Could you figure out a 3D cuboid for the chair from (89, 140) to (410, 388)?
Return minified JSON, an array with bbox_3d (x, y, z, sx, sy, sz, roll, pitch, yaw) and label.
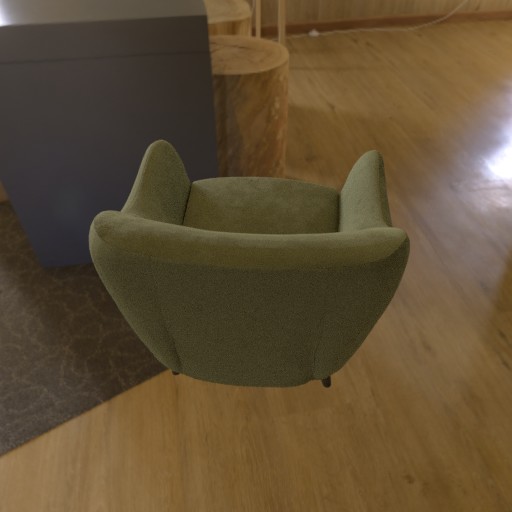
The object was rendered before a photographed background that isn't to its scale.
[{"bbox_3d":[0.000,0.000,1.481,0.840,0.804,0.819,4,46,4],"label":"chair"}]
